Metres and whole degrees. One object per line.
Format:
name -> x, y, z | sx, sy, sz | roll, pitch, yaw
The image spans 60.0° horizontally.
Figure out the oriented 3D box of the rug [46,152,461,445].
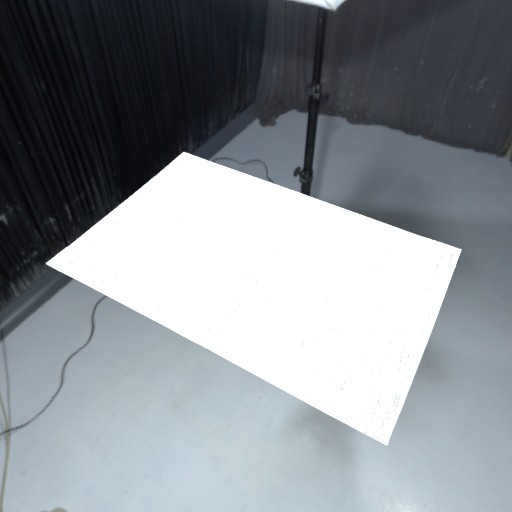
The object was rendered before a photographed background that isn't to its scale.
rug -> 0.000, 0.000, 2.237 | 1.773, 0.021, 1.149 | 23, 50, 21
